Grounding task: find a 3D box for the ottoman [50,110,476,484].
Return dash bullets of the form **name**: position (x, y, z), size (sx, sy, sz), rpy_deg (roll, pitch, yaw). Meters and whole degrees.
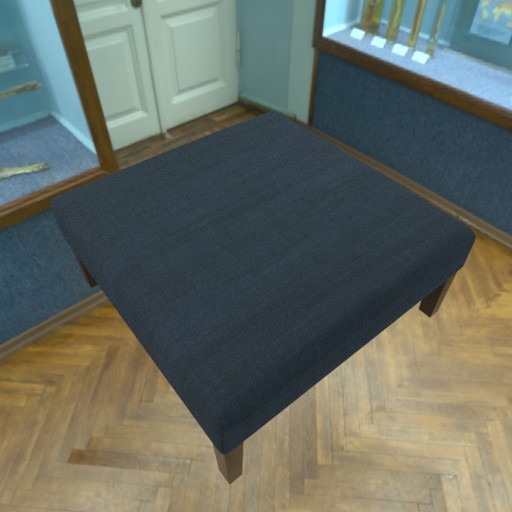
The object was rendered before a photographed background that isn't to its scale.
- **ottoman**: position (0.000, 0.000, 1.392), size (0.890, 0.411, 0.889), rpy_deg (-30, 53, -26)
